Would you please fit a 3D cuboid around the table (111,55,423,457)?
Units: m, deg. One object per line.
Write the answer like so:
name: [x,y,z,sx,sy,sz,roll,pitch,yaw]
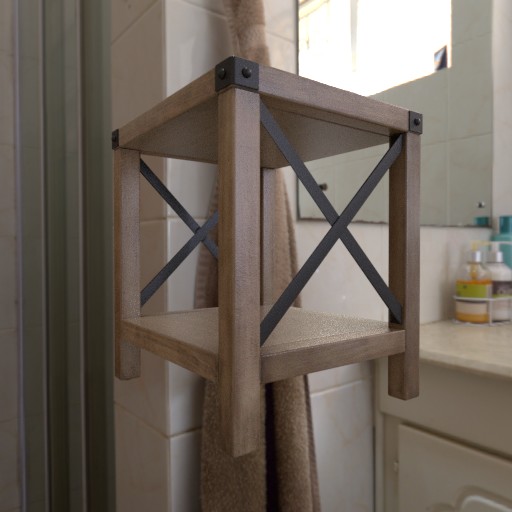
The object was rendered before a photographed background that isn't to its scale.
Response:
table: [0.000,0.000,0.935,0.459,0.561,0.510,-1,1,-36]
